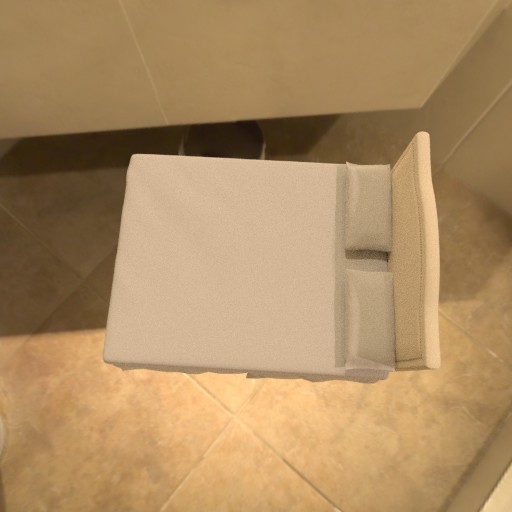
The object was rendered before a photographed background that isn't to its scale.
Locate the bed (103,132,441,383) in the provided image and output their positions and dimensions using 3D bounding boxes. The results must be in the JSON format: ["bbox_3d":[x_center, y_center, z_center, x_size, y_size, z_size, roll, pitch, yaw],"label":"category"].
[{"bbox_3d":[0.000,0.000,3.677,2.477,1.437,1.977,3,75,1],"label":"bed"}]
